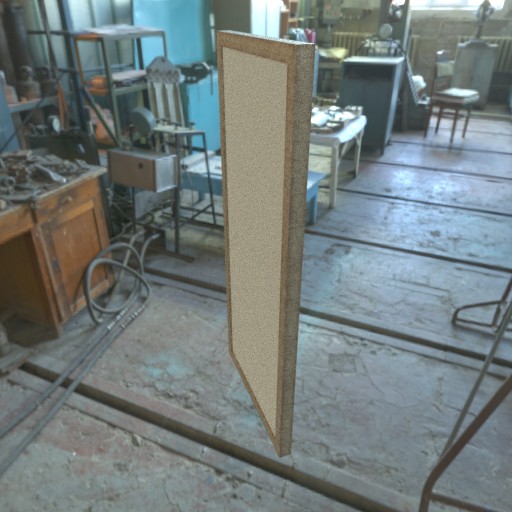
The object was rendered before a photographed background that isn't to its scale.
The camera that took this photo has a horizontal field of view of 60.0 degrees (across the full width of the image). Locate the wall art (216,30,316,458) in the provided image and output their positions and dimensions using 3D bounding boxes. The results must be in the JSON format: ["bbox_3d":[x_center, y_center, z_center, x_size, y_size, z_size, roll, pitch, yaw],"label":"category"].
[{"bbox_3d":[0.000,0.000,1.640,0.051,1.461,0.648,-11,31,-18],"label":"wall art"}]
